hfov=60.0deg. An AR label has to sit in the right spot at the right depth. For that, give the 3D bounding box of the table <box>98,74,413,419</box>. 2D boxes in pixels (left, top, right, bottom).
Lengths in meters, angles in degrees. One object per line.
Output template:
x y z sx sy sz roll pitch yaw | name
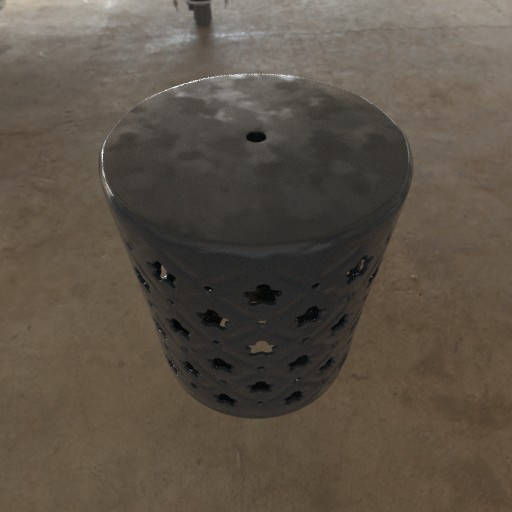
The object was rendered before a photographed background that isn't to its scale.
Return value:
0.000 0.000 0.636 0.352 0.387 0.352 0 46 0 | table
